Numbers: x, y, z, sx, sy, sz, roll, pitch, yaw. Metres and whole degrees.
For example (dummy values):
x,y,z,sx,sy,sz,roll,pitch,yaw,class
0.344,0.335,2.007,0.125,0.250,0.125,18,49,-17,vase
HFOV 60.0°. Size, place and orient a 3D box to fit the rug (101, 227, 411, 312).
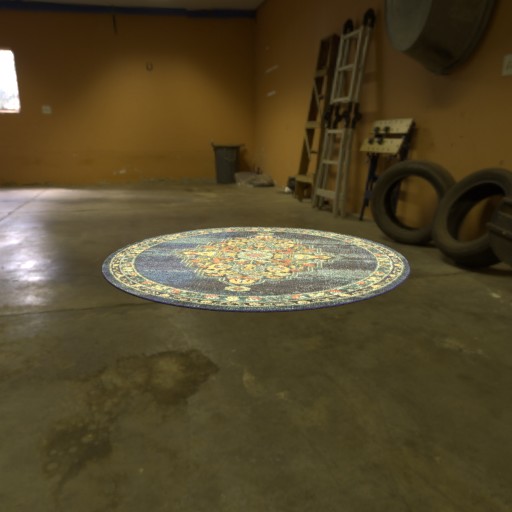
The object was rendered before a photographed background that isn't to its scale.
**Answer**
x,y,z,sx,sy,sz,roll,pitch,yaw,class
0.000,0.000,2.406,1.591,0.010,1.591,0,15,0,rug
